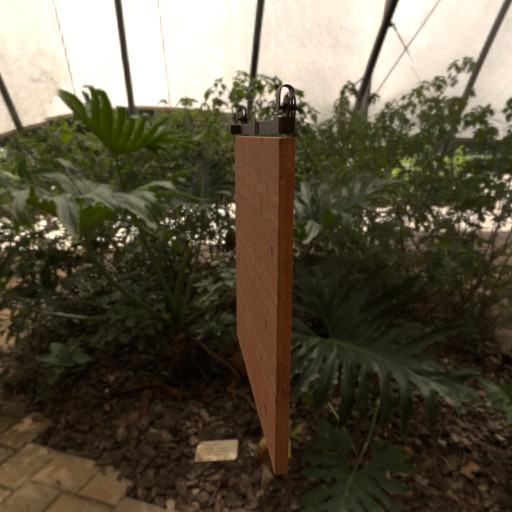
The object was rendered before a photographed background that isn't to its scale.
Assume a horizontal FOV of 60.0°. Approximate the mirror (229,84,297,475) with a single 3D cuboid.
[{"bbox_3d":[0.000,0.000,1.188,0.054,0.800,0.805,-2,15,-9],"label":"mirror"}]
